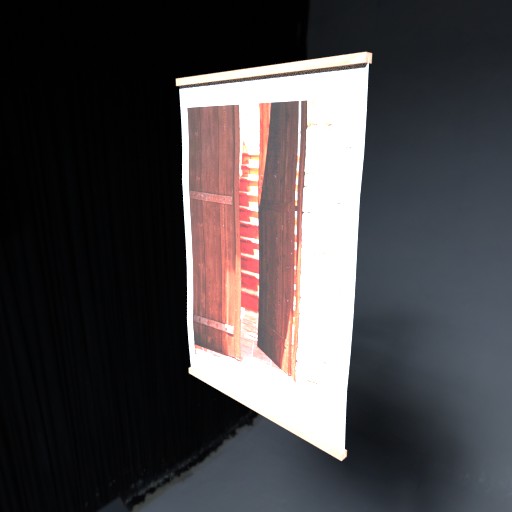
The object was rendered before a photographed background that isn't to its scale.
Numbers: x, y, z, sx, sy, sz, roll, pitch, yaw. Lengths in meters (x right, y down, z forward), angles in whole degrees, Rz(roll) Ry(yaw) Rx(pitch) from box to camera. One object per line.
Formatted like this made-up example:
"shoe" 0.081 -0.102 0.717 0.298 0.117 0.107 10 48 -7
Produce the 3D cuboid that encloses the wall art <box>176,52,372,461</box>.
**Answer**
"wall art" 0.000 0.000 0.647 0.332 0.508 0.012 14 21 42
